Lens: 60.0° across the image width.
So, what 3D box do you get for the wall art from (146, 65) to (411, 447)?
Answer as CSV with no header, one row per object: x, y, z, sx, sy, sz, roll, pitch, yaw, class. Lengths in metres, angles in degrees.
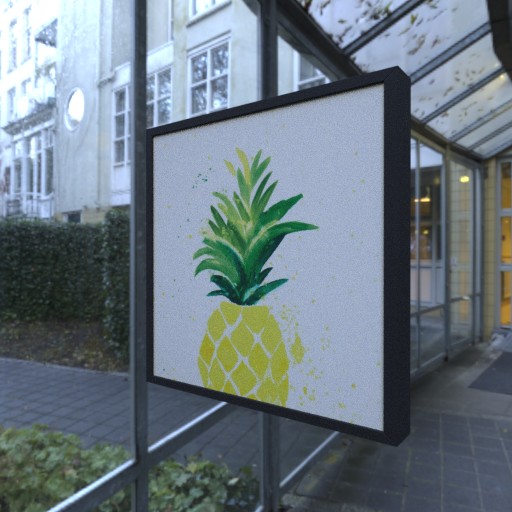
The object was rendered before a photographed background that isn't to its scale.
0.000,0.000,0.457,0.305,0.304,0.033,0,0,36,wall art
